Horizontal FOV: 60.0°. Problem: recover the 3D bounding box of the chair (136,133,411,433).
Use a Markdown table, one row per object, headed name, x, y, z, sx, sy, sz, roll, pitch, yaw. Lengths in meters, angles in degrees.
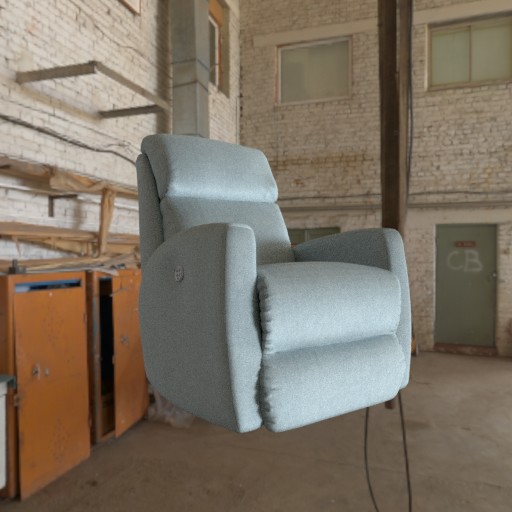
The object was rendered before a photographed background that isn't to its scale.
| name | x | y | z | sx | sy | sz | roll | pitch | yaw |
| --- | --- | --- | --- | --- | --- | --- | --- | --- | --- |
| chair | 0.000 | 0.000 | 1.693 | 0.794 | 1.016 | 0.940 | 0 | 0 | -36 |
